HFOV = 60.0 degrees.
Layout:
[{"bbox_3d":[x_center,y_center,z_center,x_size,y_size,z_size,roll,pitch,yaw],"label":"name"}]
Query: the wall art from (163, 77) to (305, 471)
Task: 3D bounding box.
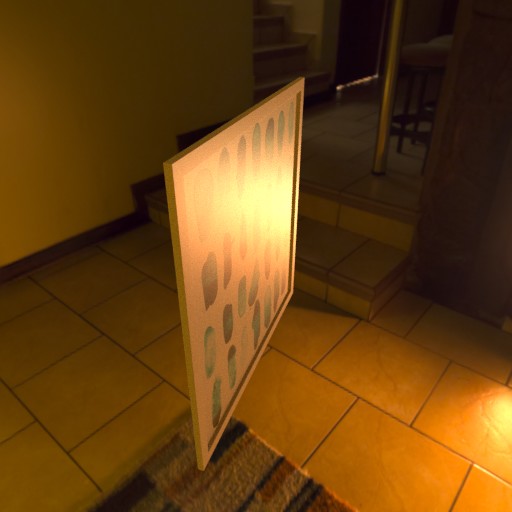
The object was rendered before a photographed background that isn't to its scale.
[{"bbox_3d":[0.000,0.000,0.698,0.009,0.457,0.456,11,33,17],"label":"wall art"}]
